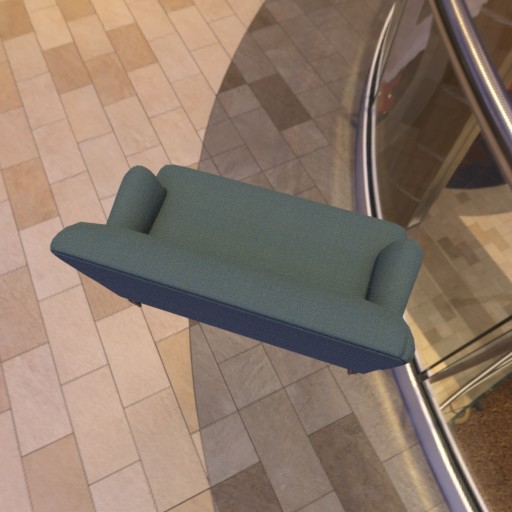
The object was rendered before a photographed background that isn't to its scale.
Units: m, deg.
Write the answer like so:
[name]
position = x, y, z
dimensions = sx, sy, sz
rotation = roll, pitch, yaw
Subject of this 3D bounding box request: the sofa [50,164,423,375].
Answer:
[sofa]
position = 0.000, 0.000, 1.873
dimensions = 1.297, 0.889, 0.779
rotation = 16, 64, 8
